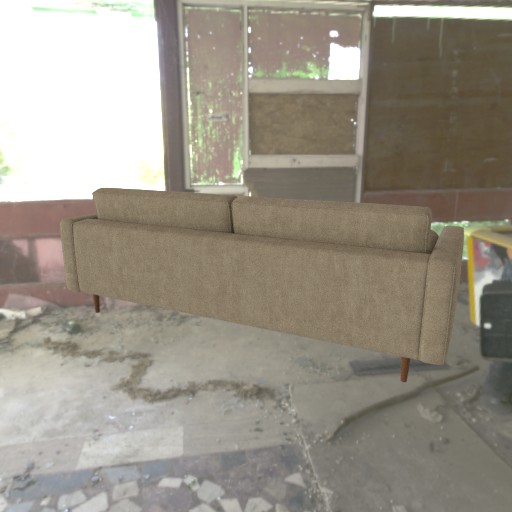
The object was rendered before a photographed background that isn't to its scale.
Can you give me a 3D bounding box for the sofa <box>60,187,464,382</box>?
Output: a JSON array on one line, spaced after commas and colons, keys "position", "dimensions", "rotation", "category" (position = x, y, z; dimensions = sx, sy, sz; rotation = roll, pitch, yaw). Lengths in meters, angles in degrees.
[{"position": [0.000, 0.000, 2.616], "dimensions": [2.200, 0.770, 0.919], "rotation": [7, 16, 25], "category": "sofa"}]
